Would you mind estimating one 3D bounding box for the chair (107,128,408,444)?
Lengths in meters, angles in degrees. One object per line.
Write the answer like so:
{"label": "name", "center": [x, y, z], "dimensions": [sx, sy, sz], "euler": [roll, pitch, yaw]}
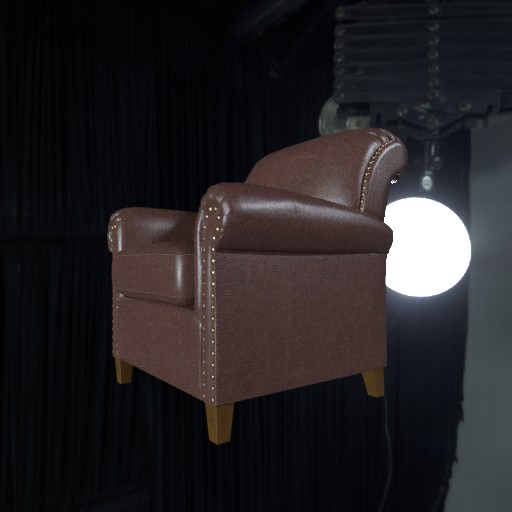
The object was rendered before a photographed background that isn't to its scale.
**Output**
{"label": "chair", "center": [0.000, 0.000, 1.588], "dimensions": [0.890, 0.927, 0.854], "euler": [0, -1, -37]}
